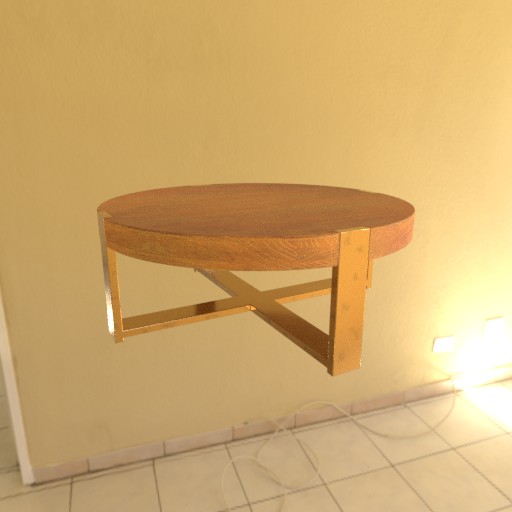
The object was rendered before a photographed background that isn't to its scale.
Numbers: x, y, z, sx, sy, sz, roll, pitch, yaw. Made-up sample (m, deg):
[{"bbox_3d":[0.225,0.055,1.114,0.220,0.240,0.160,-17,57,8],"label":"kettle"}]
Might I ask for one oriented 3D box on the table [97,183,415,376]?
[{"bbox_3d":[0.000,0.000,1.686,1.100,0.420,1.100,0,16,0],"label":"table"}]
